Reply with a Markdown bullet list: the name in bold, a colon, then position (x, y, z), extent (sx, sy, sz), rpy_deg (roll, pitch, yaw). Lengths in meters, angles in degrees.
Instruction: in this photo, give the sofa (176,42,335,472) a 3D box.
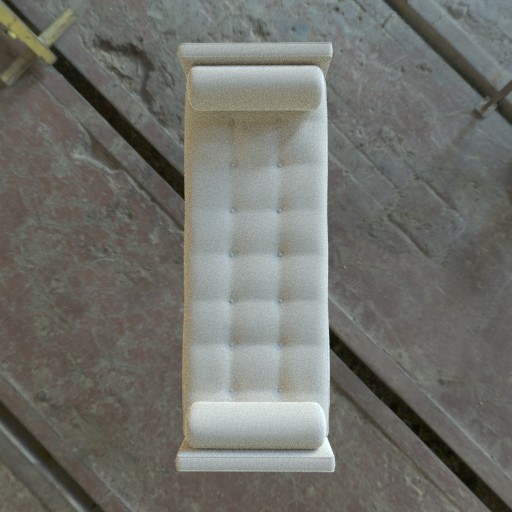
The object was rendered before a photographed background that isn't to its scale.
- **sofa**: position (0.000, 0.000, 2.328), extent (0.746, 0.641, 1.985), rpy_deg (0, 88, 1)
